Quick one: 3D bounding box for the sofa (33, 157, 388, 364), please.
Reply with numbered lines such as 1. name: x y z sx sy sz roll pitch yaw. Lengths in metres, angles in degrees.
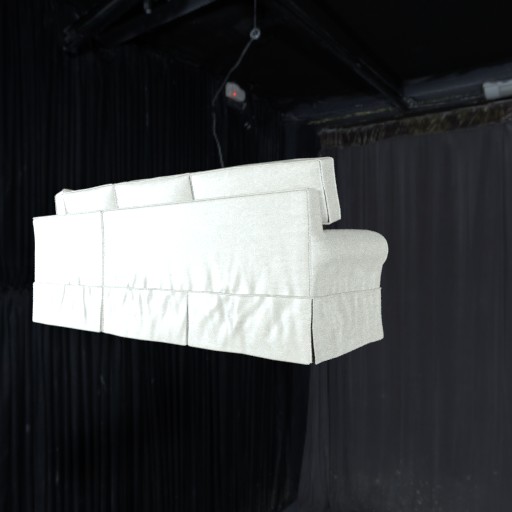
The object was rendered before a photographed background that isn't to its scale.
1. sofa: 0.000 0.000 3.886 2.618 1.081 2.623 0 -1 36
